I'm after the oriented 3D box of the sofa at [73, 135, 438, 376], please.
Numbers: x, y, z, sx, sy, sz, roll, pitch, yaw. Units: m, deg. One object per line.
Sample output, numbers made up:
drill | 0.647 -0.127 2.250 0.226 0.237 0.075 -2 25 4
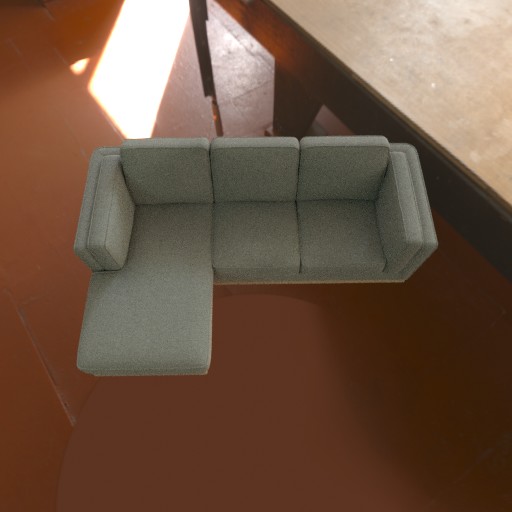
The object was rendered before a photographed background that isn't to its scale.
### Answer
sofa | 0.000 0.000 3.182 2.411 0.929 1.604 -1 63 0
